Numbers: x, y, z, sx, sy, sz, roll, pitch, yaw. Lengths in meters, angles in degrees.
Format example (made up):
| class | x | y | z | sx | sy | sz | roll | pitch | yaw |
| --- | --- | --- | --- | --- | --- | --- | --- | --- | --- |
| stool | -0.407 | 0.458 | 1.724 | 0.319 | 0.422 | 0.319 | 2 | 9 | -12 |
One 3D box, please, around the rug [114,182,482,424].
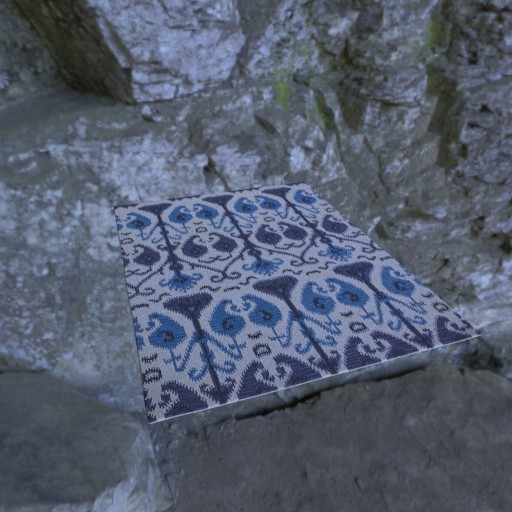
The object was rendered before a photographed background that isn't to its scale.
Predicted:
| class | x | y | z | sx | sy | sz | roll | pitch | yaw |
| --- | --- | --- | --- | --- | --- | --- | --- | --- | --- |
| rug | 0.000 | 0.000 | 4.242 | 2.443 | 0.024 | 3.228 | -10 | 32 | -16 |
